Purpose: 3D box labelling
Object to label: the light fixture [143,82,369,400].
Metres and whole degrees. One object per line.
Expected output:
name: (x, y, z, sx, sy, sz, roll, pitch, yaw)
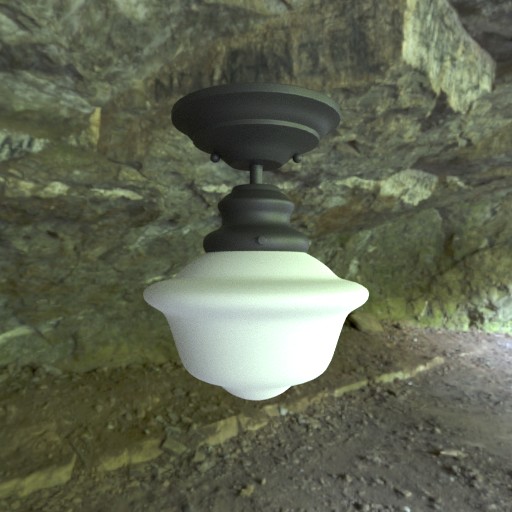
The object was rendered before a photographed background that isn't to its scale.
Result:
light fixture: (0.000, 0.000, 0.400, 0.197, 0.254, 0.197, 0, -2, 0)
